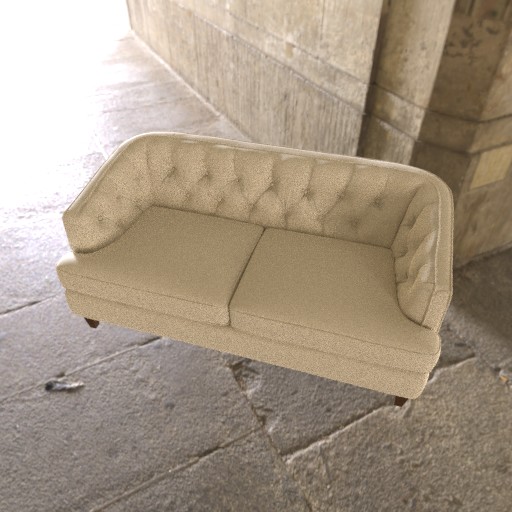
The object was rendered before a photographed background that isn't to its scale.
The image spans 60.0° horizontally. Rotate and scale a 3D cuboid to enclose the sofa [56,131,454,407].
[{"bbox_3d":[0.000,0.000,2.237,1.733,0.855,0.941,11,42,13],"label":"sofa"}]
